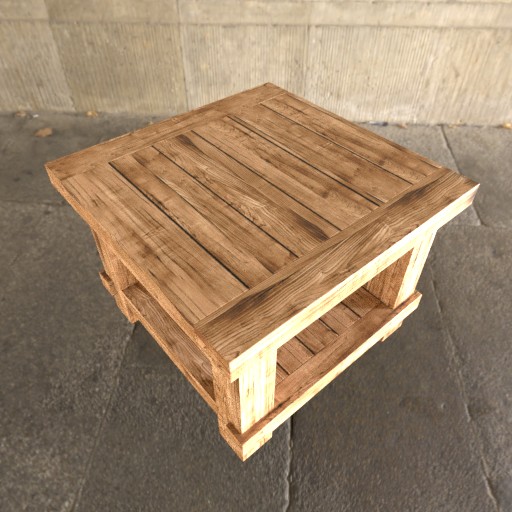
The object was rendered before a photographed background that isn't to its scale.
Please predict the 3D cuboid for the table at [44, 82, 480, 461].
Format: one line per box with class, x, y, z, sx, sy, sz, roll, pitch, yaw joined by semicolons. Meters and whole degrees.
table;0.000;0.000;1.033;0.610;0.457;0.610;-31;52;-28
